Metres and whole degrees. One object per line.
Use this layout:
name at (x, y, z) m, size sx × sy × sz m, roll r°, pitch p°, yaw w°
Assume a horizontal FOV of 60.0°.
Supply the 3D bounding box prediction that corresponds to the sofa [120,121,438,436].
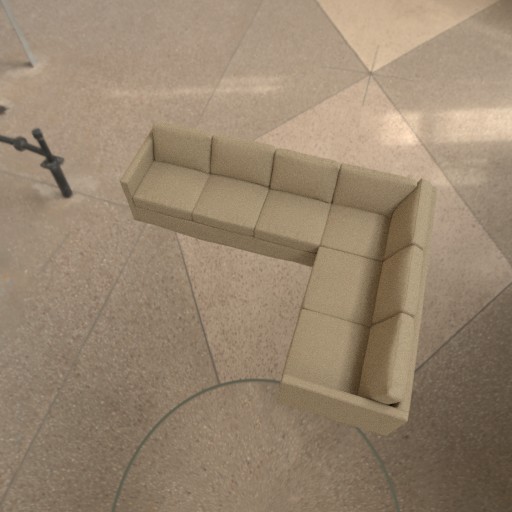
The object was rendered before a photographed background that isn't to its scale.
sofa at (0.000, 0.000, 4.417) m, size 3.182 × 0.871 × 2.432 m, roll 15°, pitch 60°, yaw 9°
